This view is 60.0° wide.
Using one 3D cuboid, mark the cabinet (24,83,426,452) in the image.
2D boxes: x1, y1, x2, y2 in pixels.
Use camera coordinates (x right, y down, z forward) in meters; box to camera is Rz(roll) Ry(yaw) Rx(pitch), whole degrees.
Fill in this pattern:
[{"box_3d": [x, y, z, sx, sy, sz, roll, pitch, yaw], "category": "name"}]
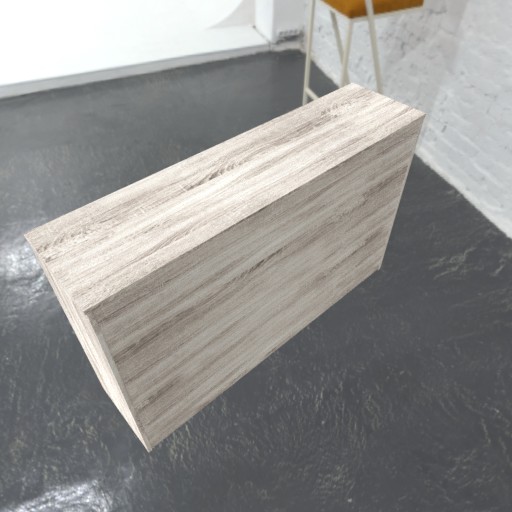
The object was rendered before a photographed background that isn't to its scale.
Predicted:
[{"box_3d": [0.000, 0.000, 1.821, 1.450, 0.900, 0.380, -33, 54, -28], "category": "cabinet"}]
